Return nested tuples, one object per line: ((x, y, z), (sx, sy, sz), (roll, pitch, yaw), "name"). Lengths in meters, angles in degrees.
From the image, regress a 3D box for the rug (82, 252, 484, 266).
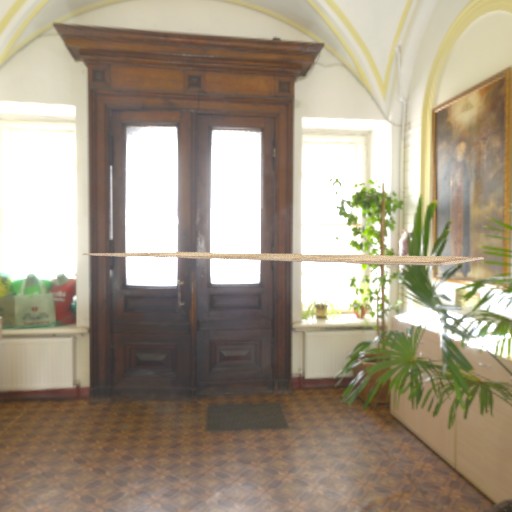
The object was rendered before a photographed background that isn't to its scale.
((0.000, 0.000, 2.707), (2.383, 0.018, 0.857), (1, 2, 36), "rug")
